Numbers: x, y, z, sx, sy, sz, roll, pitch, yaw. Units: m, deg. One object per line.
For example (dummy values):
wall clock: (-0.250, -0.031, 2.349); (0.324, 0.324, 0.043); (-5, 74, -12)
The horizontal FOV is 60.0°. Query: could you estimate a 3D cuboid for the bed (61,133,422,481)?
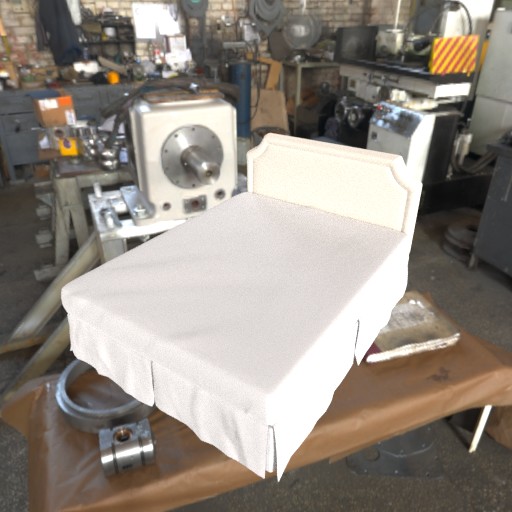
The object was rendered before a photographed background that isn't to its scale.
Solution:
bed: (0.000, 0.000, 3.611); (1.977, 1.293, 2.498); (19, 35, 30)
